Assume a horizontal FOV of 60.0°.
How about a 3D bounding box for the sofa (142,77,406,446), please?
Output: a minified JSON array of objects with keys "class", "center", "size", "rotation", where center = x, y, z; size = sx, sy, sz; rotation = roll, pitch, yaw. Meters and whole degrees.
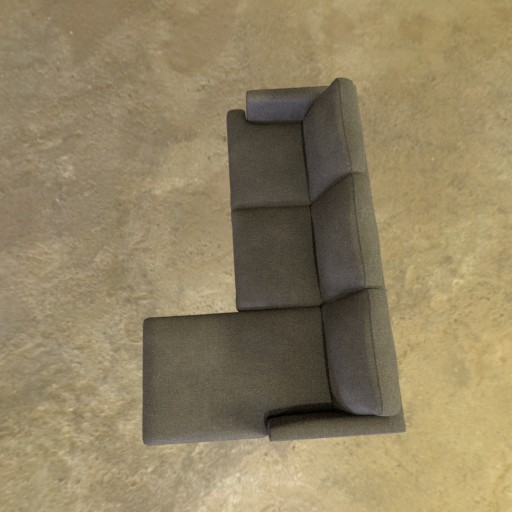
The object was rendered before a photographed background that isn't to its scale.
[{"class":"sofa","center":[0.000,0.000,2.904],"size":[1.504,0.956,2.233],"rotation":[-4,74,-1]}]
